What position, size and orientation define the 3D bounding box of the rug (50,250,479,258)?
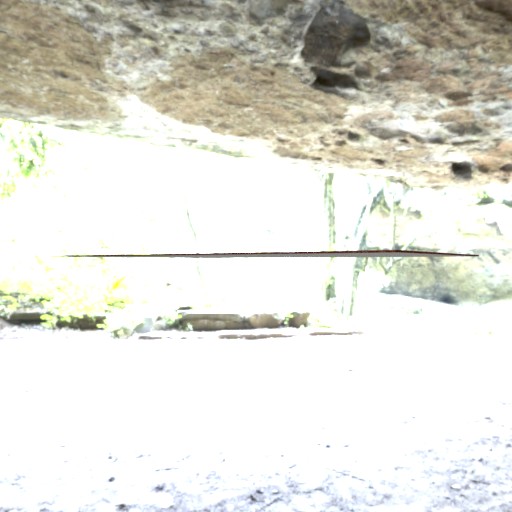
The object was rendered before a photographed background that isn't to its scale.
[{"bbox_3d":[0.000,0.000,2.961,2.442,0.010,1.531,-1,-1,37],"label":"rug"}]
